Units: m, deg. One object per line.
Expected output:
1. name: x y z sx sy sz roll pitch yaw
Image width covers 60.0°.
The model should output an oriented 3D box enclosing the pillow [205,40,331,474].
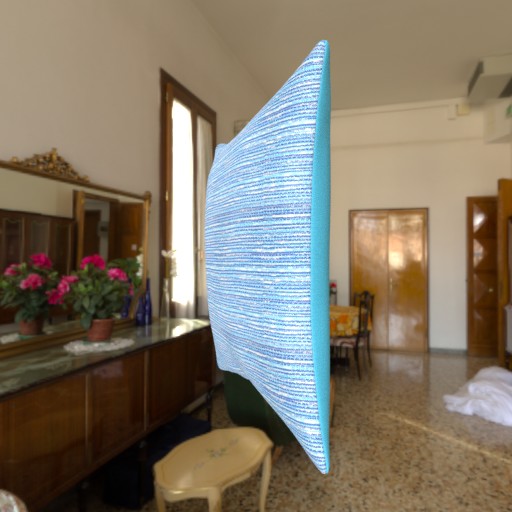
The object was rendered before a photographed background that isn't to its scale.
1. pillow: 0.000 0.000 0.744 0.150 0.497 0.514 0 -1 -18
